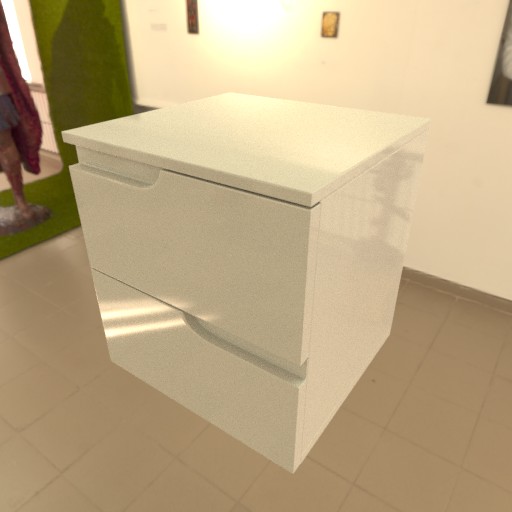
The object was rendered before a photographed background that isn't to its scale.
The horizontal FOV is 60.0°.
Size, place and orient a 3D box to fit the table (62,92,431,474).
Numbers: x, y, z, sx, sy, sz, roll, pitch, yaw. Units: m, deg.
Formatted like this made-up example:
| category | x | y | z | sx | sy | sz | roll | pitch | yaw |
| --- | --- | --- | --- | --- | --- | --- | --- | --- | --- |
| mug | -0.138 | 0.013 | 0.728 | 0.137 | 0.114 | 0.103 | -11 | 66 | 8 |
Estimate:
| category | x | y | z | sx | sy | sz | roll | pitch | yaw |
| --- | --- | --- | --- | --- | --- | --- | --- | --- | --- |
| table | 0.000 | 0.000 | 0.805 | 0.420 | 0.470 | 0.400 | 19 | 35 | 30 |
